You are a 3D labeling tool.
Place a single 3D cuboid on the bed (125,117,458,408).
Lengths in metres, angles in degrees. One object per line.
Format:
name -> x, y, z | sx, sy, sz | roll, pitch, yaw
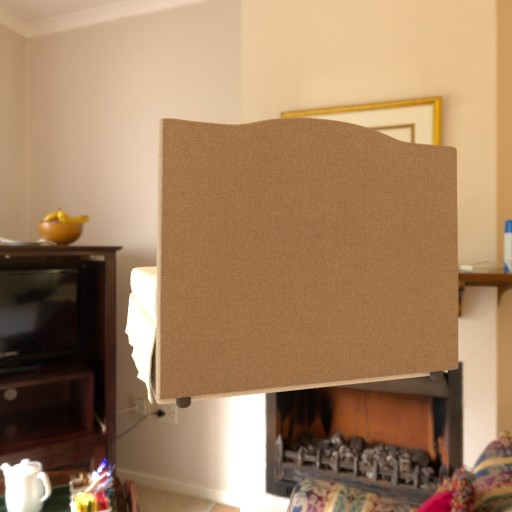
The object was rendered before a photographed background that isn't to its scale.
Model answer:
bed -> 0.000, 0.000, 3.371 | 1.821, 1.436, 2.282 | 0, 0, -19
